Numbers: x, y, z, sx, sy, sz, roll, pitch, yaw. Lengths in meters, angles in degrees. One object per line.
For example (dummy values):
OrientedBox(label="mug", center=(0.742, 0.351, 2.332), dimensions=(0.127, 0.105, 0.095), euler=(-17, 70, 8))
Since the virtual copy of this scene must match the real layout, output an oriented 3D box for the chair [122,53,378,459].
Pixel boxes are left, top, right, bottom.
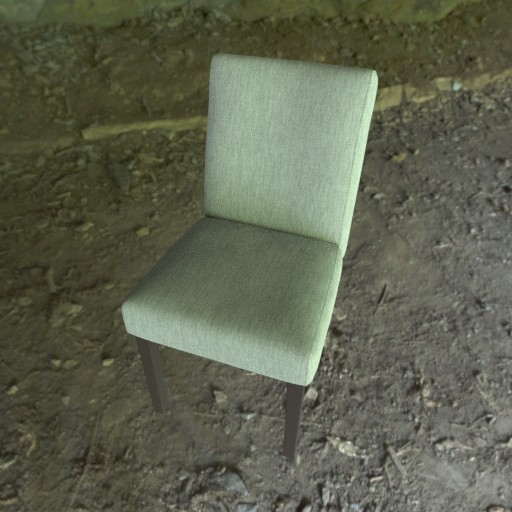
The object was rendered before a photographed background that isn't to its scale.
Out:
OrientedBox(label="chair", center=(0.000, 0.000, 1.225), dimensions=(0.487, 0.884, 0.629), euler=(13, 42, 15))
